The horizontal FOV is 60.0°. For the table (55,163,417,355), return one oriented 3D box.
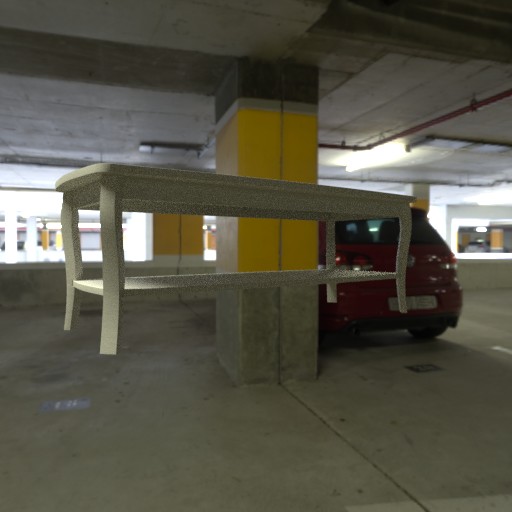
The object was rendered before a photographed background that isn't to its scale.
[{"bbox_3d":[0.000,0.000,1.644,1.334,0.474,0.561,-1,2,-36],"label":"table"}]
